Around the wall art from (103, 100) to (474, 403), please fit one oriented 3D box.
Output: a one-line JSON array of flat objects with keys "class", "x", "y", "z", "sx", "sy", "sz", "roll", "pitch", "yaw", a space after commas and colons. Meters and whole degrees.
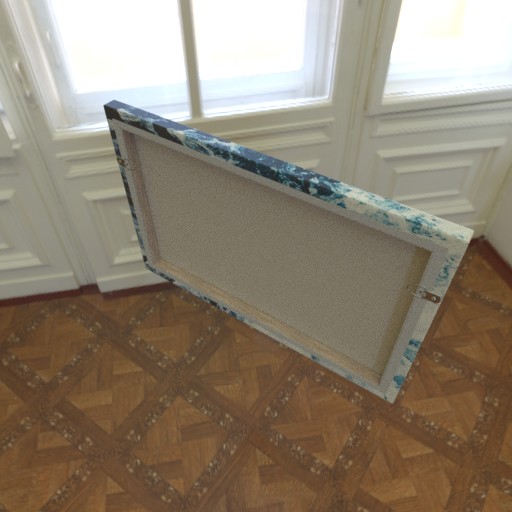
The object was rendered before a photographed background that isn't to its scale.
[{"class": "wall art", "x": 0.000, "y": 0.000, "z": 1.176, "sx": 0.915, "sy": 0.610, "sz": 0.042, "roll": 25, "pitch": 51, "yaw": 23}]
